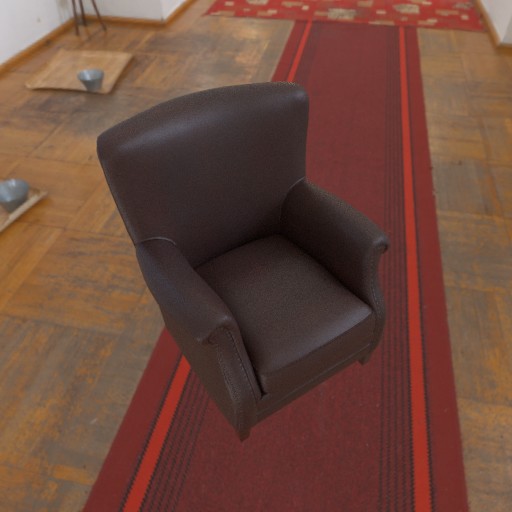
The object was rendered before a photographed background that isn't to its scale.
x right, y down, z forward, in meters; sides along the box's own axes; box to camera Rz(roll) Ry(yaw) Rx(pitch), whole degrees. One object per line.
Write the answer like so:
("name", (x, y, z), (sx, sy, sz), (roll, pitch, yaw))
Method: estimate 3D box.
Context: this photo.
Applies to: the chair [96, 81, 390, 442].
("chair", (0.000, 0.000, 1.393), (0.700, 0.800, 0.746), (-24, 49, -23))
